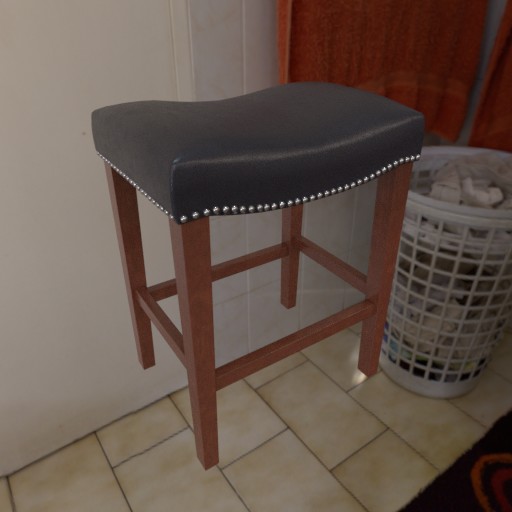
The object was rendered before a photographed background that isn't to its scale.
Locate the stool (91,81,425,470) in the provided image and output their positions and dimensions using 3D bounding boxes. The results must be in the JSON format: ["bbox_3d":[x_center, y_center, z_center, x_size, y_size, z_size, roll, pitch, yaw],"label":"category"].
[{"bbox_3d":[0.000,0.000,0.951,0.504,0.654,0.372,-19,35,-28],"label":"stool"}]
